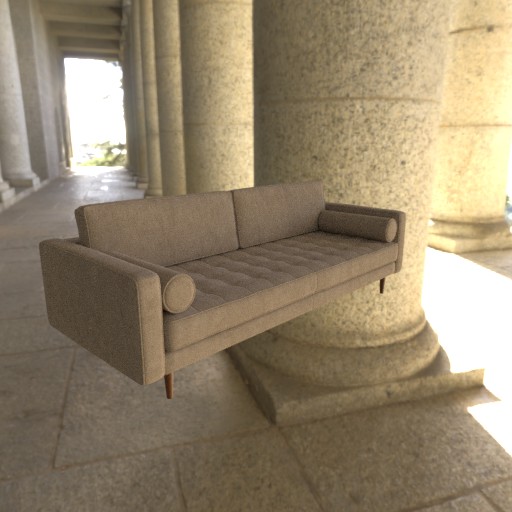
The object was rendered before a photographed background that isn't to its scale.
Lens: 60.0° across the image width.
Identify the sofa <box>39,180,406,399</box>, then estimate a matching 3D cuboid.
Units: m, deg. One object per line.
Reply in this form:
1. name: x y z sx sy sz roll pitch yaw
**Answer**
1. sofa: 0.000 0.000 2.695 0.919 0.770 2.200 13 20 42
